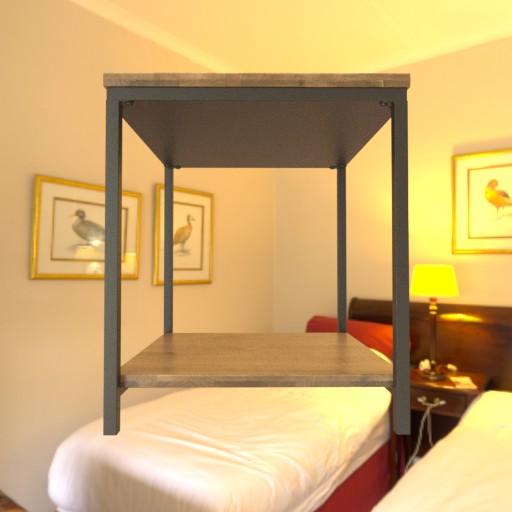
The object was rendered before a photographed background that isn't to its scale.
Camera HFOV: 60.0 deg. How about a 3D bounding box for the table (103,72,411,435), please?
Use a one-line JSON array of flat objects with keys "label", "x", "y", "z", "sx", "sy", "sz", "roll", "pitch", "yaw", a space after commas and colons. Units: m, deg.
[{"label": "table", "x": 0.000, "y": 0.000, "z": 0.972, "sx": 0.503, "sy": 0.589, "sz": 0.507, "roll": 0, "pitch": -1, "yaw": 0}]
